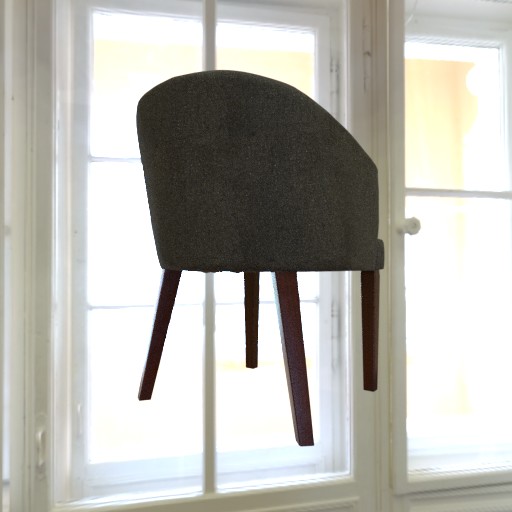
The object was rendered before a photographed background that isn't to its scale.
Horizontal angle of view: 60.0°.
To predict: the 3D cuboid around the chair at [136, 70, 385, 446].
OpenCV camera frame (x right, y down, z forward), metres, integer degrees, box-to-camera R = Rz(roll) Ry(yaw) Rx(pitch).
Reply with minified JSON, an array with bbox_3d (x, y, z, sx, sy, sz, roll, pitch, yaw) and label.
[{"bbox_3d":[0.000,0.000,1.250,0.583,0.811,0.655,0,0,36],"label":"chair"}]
